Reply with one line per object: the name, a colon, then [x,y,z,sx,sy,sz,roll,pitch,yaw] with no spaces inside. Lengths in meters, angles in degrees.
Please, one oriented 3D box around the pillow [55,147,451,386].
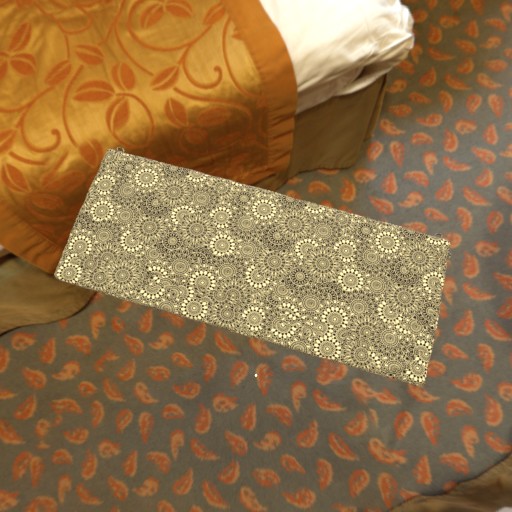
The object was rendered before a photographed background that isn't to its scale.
pillow: [0.000,0.000,1.387,1.187,0.081,0.492,16,76,4]
